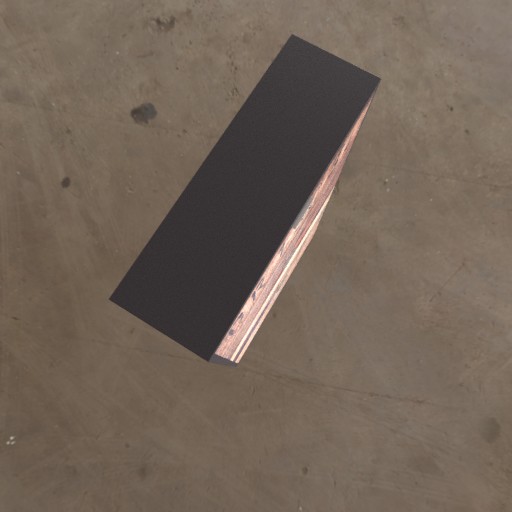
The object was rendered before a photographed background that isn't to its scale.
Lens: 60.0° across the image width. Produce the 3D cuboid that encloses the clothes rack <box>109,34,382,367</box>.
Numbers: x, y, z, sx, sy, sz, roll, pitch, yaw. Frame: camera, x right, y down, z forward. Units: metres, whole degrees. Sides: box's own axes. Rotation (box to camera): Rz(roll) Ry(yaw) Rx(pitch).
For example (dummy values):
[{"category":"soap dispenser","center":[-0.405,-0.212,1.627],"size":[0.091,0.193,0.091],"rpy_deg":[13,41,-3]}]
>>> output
[{"category":"clothes rack","center":[0.000,0.000,1.586],"size":[0.250,1.280,0.750],"rpy_deg":[30,77,7]}]
